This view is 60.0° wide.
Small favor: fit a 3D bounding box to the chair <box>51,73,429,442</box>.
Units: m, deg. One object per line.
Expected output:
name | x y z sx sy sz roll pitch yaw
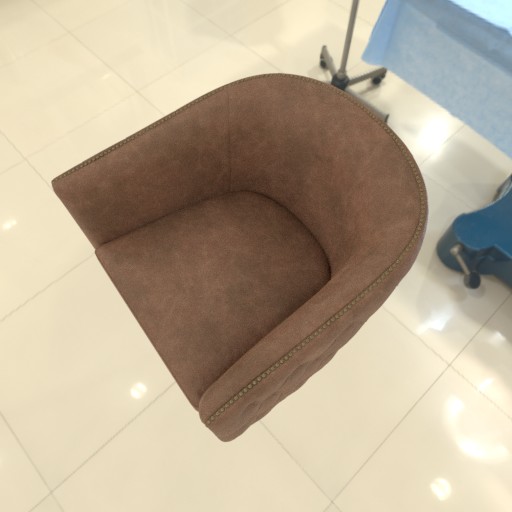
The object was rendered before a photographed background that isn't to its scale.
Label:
chair | 0.000 0.000 1.493 0.870 0.790 0.850 -33 67 -16
